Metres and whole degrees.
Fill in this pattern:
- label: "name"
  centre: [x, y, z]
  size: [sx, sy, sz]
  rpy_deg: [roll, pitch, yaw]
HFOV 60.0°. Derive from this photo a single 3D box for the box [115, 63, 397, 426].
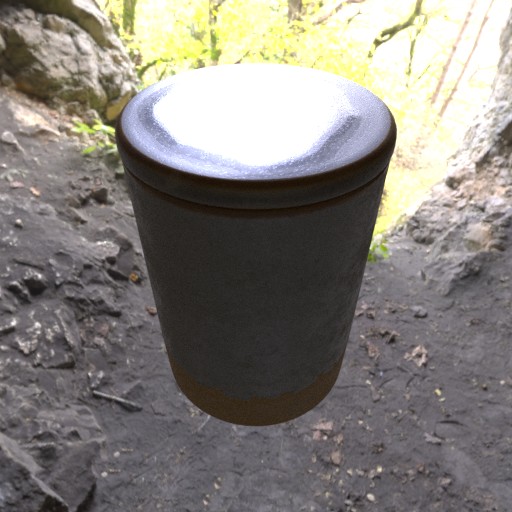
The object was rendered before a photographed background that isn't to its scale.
- label: "box"
  centre: [0.000, 0.000, 0.243]
  size: [0.118, 0.168, 0.118]
  rpy_deg: [0, 42, 0]
